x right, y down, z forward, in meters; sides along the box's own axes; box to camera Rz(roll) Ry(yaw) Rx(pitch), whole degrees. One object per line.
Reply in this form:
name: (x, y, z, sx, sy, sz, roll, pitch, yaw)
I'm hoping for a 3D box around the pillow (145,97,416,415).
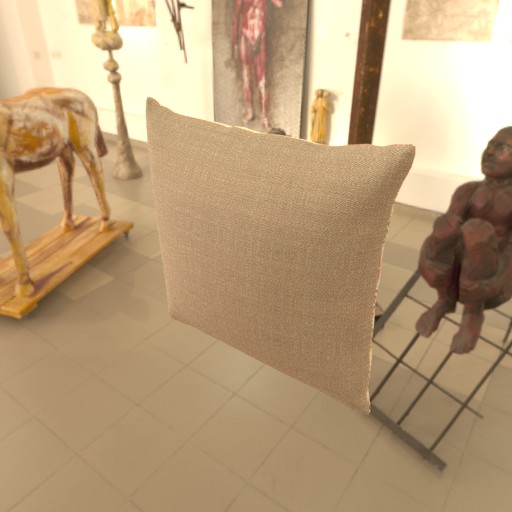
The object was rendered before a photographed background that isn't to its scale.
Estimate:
pillow: (0.000, 0.000, 0.833, 0.521, 0.519, 0.215, 20, 35, 30)
